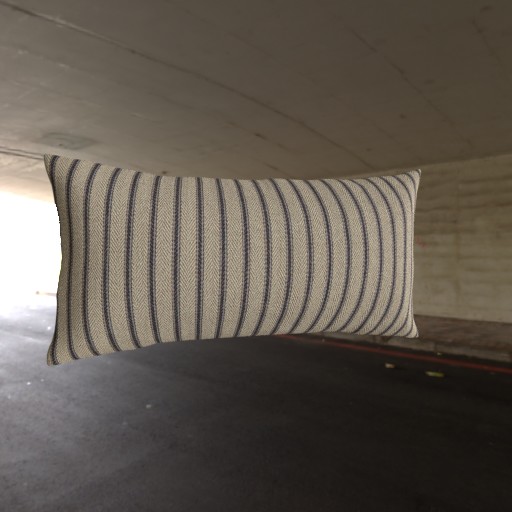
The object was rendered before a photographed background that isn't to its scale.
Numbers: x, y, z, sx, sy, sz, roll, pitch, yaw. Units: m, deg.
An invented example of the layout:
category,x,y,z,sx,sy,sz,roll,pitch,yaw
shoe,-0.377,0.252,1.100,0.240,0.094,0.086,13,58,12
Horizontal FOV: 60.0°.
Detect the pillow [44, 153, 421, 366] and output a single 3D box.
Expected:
category,x,y,z,sx,sy,sz,roll,pitch,yaw
pillow,0.000,0.000,0.699,0.609,0.305,0.151,0,0,-17
